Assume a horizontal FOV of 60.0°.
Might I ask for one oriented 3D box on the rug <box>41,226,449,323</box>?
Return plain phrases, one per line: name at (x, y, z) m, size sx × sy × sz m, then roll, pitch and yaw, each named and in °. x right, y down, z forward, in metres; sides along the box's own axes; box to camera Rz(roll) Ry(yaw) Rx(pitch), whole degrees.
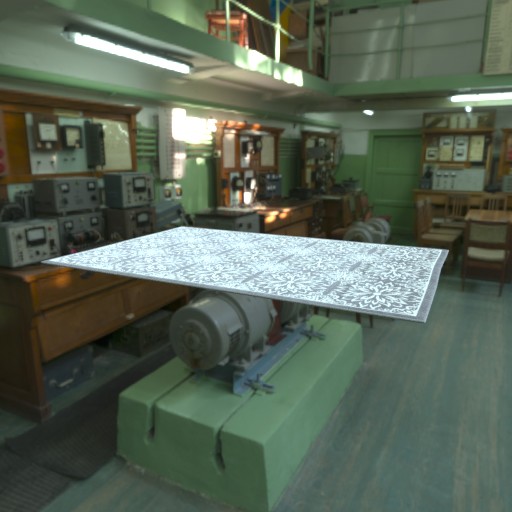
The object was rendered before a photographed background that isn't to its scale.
rug at (0.000, 0.000, 3.554) m, size 2.746 × 0.018 × 1.819 m, roll 6°, pitch 15°, yaw 26°
